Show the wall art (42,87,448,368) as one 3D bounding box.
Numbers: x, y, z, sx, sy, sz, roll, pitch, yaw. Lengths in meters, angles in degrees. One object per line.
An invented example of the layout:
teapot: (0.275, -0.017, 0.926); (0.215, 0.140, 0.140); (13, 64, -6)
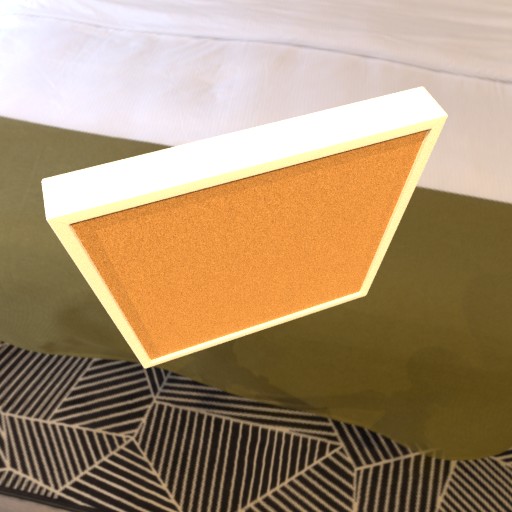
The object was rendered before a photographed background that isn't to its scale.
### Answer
wall art: (0.000, 0.000, 0.455); (0.305, 0.305, 0.038); (-17, 59, -10)
